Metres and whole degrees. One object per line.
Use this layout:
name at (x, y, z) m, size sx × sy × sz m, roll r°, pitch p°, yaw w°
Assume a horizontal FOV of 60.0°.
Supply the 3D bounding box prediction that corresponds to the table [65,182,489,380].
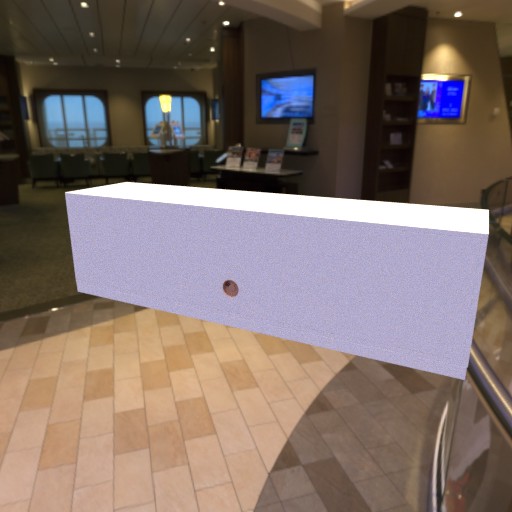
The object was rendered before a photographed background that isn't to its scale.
table at (0.000, 0.000, 1.716) m, size 1.550 × 0.440 × 0.400 m, roll 8°, pitch 19°, yaw 25°
